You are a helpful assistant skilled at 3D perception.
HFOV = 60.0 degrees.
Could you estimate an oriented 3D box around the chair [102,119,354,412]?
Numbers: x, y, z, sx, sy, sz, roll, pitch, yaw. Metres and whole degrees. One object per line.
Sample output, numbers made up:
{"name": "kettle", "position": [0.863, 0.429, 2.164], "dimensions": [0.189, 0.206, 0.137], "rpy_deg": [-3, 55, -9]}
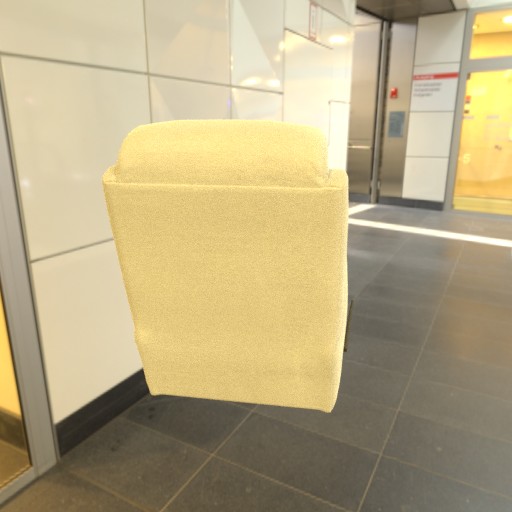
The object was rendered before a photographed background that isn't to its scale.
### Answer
{"name": "chair", "position": [0.000, 0.000, 1.742], "dimensions": [0.798, 1.013, 1.043], "rpy_deg": [3, 16, 9]}
